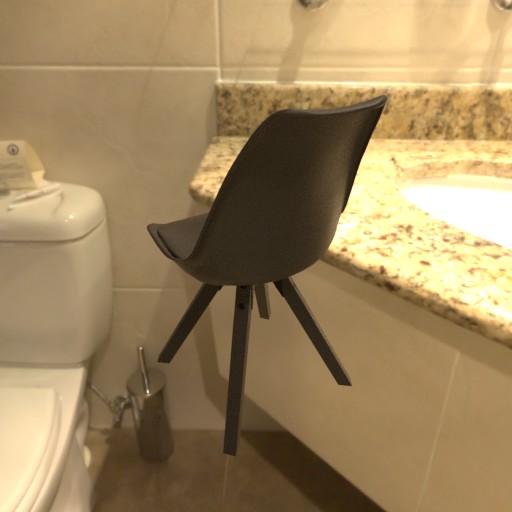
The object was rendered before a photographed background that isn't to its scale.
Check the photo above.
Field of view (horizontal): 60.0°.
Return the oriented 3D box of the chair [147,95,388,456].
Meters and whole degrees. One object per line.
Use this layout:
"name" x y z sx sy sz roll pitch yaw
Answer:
"chair" 0.000 0.000 1.161 0.485 0.850 0.550 -19 34 -30
